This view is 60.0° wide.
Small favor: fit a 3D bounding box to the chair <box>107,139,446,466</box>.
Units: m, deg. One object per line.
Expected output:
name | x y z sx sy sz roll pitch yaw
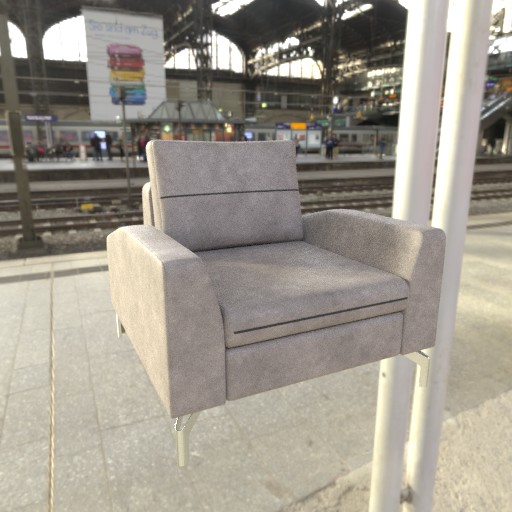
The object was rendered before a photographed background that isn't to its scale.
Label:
chair | 0.000 0.000 1.573 0.900 0.800 0.900 -7 16 -26
